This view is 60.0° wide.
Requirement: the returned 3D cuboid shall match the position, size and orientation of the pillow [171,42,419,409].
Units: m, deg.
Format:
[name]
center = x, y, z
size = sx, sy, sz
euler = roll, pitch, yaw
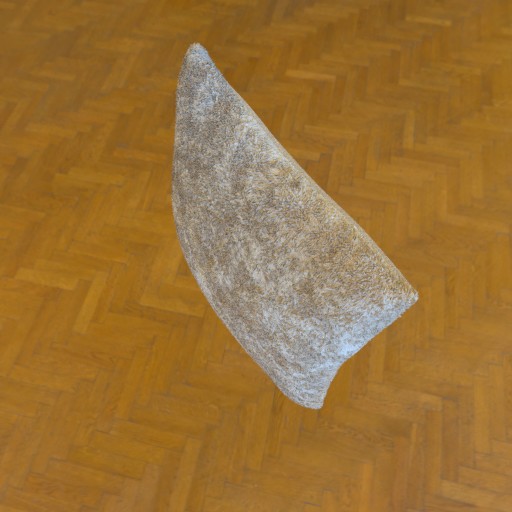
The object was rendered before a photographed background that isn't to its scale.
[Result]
[pillow]
center = 0.000, 0.000, 0.804
size = 0.218, 0.515, 0.529
euler = -31, 67, -15
